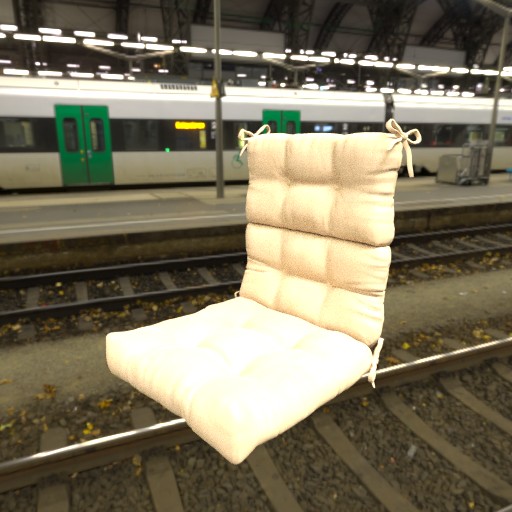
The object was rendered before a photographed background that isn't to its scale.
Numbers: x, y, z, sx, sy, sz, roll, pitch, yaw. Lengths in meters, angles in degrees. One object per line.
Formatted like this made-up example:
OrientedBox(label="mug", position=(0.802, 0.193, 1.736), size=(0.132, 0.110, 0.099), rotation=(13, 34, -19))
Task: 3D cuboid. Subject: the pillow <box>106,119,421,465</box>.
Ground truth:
OrientedBox(label="pillow", position=(0.000, 0.000, 1.024), size=(0.571, 0.605, 0.519), rotation=(-14, 20, -43))
